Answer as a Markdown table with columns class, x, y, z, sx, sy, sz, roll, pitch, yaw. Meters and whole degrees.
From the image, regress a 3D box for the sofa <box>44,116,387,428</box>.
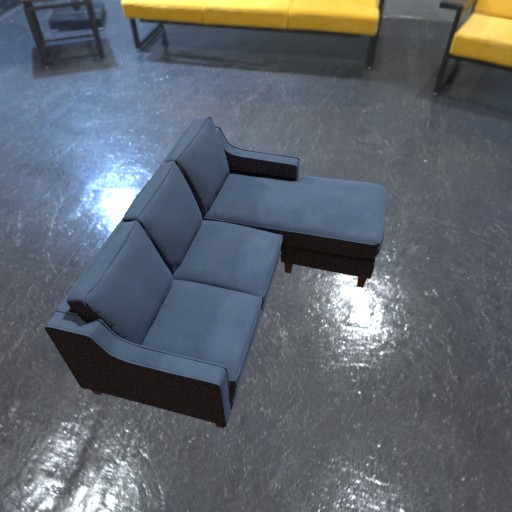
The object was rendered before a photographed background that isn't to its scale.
| class | x | y | z | sx | sy | sz | roll | pitch | yaw |
| --- | --- | --- | --- | --- | --- | --- | --- | --- | --- |
| sofa | 0.000 | 0.000 | 3.338 | 1.858 | 1.066 | 2.317 | 11 | 47 | 10 |
